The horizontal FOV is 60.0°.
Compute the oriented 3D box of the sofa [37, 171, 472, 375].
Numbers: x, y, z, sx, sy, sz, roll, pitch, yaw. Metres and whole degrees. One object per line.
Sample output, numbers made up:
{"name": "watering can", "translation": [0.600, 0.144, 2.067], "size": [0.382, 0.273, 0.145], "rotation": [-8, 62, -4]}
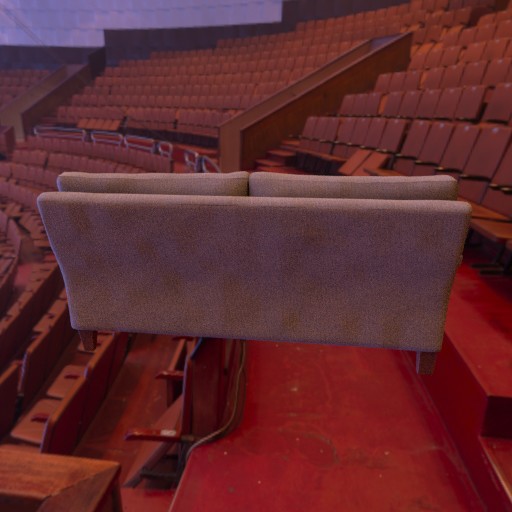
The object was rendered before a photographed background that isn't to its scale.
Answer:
{"name": "sofa", "translation": [0.000, 0.000, 2.747], "size": [2.193, 1.096, 1.069], "rotation": [2, 17, 7]}
